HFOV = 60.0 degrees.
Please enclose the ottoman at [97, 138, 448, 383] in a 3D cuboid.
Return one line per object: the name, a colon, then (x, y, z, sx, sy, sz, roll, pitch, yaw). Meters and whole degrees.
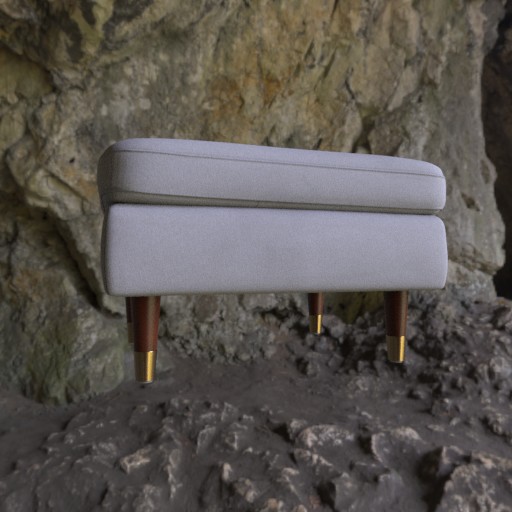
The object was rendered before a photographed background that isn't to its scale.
ottoman: (0.000, 0.000, 1.111, 0.747, 0.478, 0.593, 0, -1, -18)
